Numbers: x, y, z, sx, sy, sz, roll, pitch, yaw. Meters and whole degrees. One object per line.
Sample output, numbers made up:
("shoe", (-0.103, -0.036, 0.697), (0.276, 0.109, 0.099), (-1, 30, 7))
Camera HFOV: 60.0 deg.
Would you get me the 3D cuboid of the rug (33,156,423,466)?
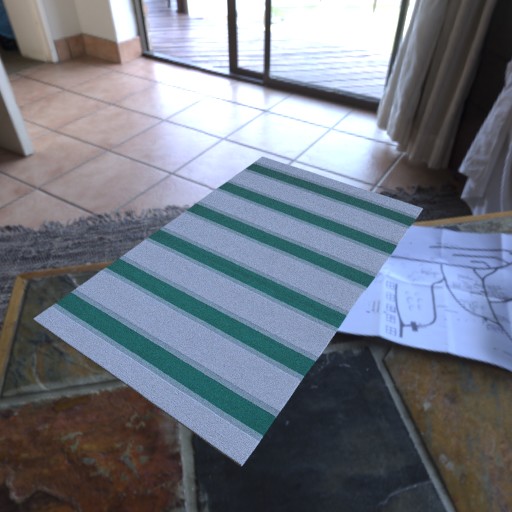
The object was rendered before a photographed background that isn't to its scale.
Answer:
("rug", (0.000, 0.000, 3.045), (1.521, 0.015, 2.436), (24, 46, 25))
